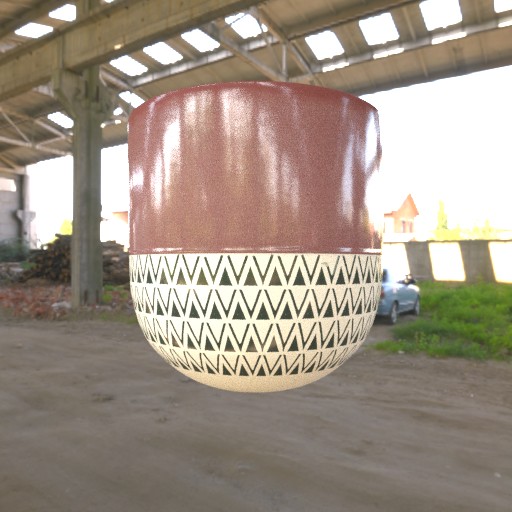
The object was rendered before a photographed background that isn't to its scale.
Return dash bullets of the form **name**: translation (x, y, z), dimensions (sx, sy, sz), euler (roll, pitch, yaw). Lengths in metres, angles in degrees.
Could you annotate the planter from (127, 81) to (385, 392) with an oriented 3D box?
- **planter**: translation (0.000, 0.000, 0.476), dimensions (0.266, 0.270, 0.266), euler (0, -1, 0)
